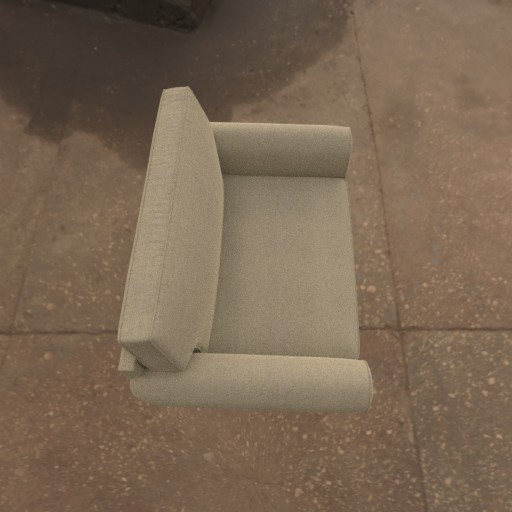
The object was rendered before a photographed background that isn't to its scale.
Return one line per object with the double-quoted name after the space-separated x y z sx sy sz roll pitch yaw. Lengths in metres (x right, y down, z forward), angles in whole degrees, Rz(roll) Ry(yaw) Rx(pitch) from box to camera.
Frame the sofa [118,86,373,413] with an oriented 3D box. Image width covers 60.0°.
0.000 0.000 2.080 0.936 0.991 1.405 2 63 1 "sofa"
